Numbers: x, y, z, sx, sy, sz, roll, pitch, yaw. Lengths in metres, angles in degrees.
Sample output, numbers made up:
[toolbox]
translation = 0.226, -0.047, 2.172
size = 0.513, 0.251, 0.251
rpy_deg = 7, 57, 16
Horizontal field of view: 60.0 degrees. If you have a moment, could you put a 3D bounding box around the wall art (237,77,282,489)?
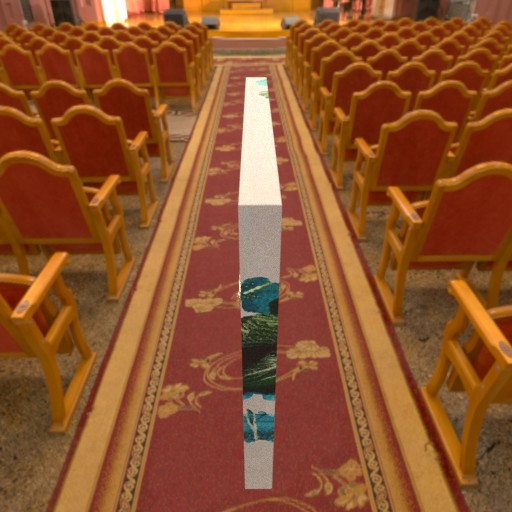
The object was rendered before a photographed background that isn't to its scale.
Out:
[wall art]
translation = 0.000, 0.000, 0.703
size = 0.041, 0.435, 0.507
rpy_deg = 0, 33, 0
